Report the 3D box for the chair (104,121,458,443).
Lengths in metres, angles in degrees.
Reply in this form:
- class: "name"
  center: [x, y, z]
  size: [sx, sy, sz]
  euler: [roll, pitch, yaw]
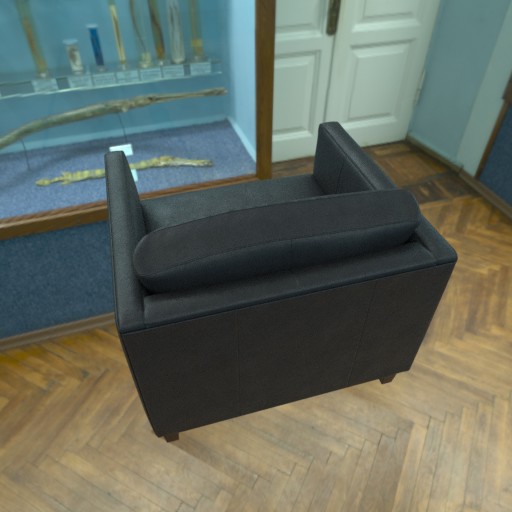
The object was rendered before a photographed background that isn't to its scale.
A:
- class: "chair"
  center: [0.000, 0.000, 1.596]
  size: [0.939, 0.811, 0.862]
  euler: [-11, 44, -12]
